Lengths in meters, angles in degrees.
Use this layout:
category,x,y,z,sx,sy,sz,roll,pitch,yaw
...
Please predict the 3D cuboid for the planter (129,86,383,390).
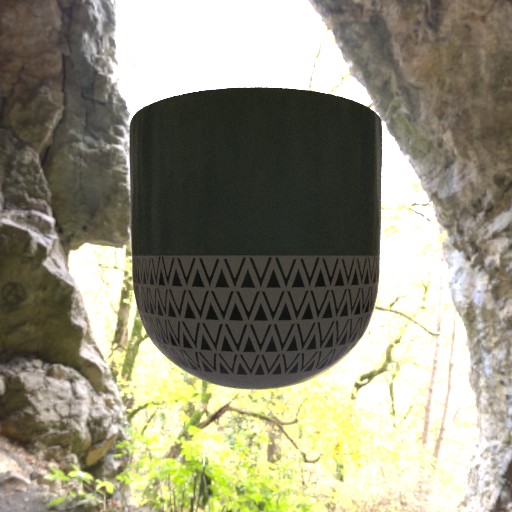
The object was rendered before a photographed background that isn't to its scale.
category,x,y,z,sx,sy,sz,roll,pitch,yaw
planter,0.000,0.000,0.484,0.266,0.270,0.266,0,0,0
